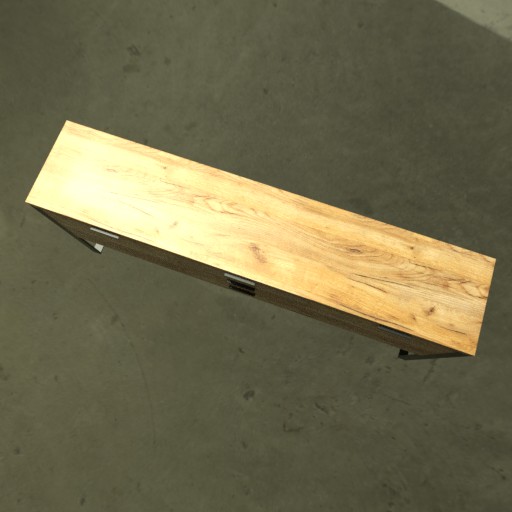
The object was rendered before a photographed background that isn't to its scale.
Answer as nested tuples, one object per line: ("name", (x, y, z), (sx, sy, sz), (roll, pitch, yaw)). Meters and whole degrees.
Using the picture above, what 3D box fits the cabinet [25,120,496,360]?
("cabinet", (0.000, 0.000, 2.086), (1.800, 0.762, 0.395), (19, 76, 5))
